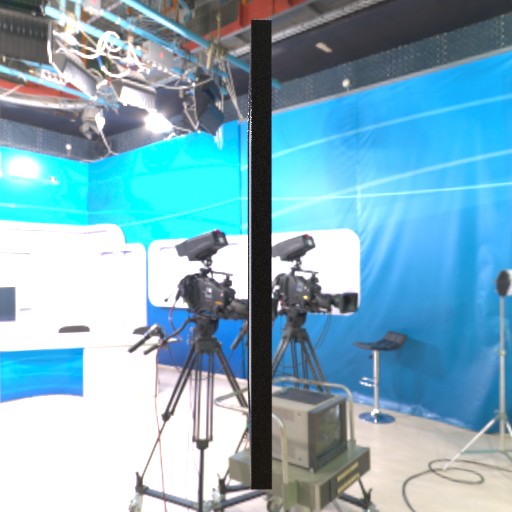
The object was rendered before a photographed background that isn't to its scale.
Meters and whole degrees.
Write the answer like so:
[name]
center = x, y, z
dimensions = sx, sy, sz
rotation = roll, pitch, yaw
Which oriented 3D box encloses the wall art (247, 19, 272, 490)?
[wall art]
center = 0.000, 0.000, 0.536
dimensions = 0.018, 0.397, 0.325
rotation = 0, -1, -2
